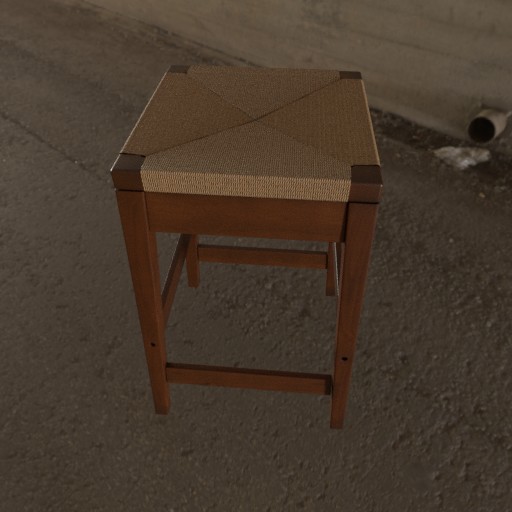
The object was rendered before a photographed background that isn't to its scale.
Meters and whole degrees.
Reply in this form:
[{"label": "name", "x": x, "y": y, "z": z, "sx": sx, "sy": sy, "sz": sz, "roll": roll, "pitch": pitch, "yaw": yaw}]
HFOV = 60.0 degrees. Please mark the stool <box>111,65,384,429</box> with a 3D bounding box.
[{"label": "stool", "x": 0.000, "y": 0.000, "z": 1.101, "sx": 0.507, "sy": 0.762, "sz": 0.497, "roll": 3, "pitch": 45, "yaw": 4}]
